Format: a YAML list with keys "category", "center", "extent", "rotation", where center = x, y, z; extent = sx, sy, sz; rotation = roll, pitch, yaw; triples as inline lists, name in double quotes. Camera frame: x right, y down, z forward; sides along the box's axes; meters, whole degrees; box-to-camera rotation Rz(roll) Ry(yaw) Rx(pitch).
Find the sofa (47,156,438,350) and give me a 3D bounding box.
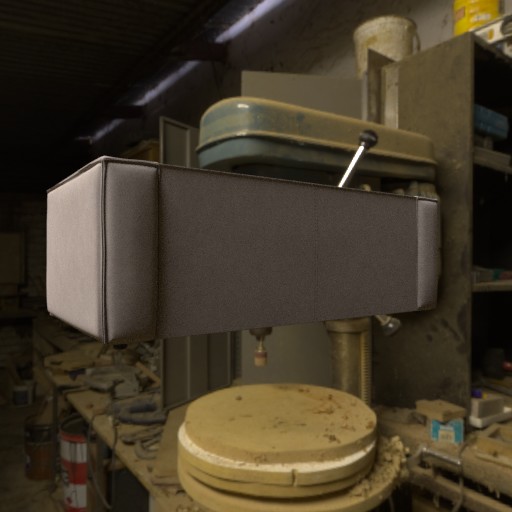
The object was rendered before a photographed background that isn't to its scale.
- category: "sofa"
  center: [0.000, 0.000, 2.448]
  extent: [1.995, 0.680, 1.038]
  rotation: [0, 0, -35]
